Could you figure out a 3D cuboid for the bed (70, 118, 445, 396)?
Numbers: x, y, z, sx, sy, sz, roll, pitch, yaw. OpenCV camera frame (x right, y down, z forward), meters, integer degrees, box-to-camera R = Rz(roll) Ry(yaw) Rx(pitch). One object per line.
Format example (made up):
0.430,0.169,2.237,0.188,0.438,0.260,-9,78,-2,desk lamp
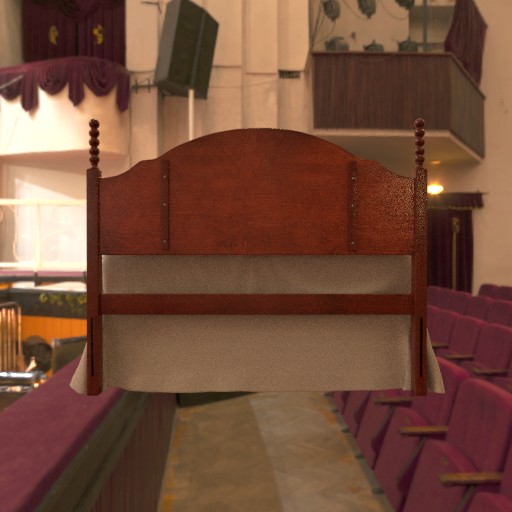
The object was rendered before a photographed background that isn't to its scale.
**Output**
0.000,0.000,3.161,1.873,1.356,2.040,0,0,0,bed
